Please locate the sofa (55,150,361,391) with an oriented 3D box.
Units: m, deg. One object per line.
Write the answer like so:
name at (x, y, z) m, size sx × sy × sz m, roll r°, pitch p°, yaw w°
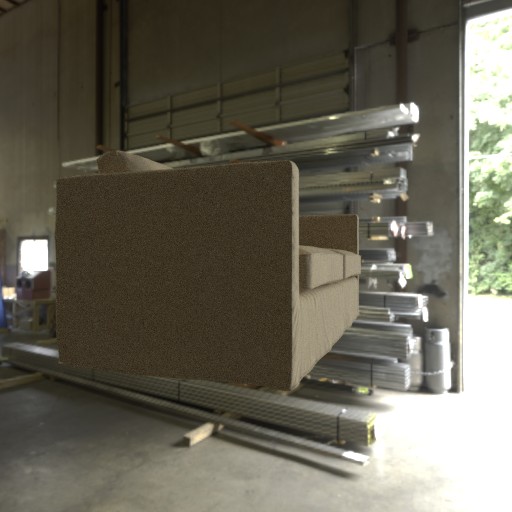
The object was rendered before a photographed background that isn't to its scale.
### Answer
sofa at (0.000, 0.000, 2.417) m, size 0.962 × 0.835 × 1.959 m, roll 0°, pitch 0°, yaw 19°
